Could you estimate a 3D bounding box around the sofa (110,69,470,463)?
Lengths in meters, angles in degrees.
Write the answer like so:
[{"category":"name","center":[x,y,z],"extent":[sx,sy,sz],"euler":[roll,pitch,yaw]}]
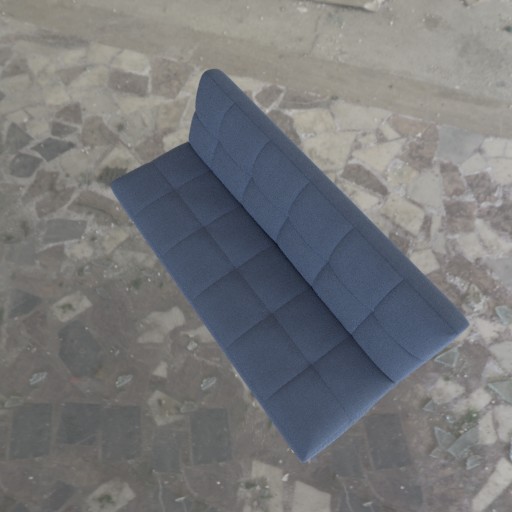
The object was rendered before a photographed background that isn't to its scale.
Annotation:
[{"category":"sofa","center":[0.000,0.000,2.255],"extent":[0.796,0.800,1.800],"euler":[-33,67,-16]}]
